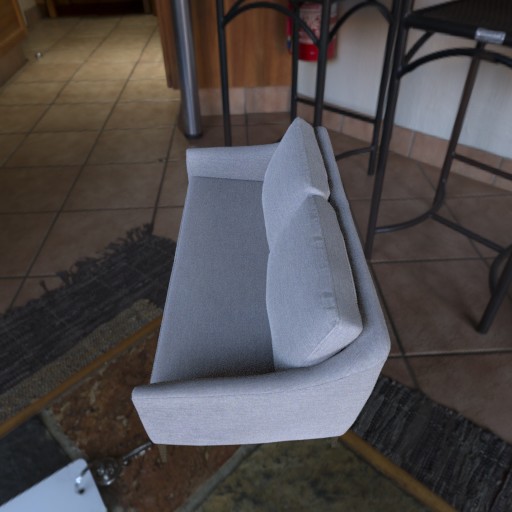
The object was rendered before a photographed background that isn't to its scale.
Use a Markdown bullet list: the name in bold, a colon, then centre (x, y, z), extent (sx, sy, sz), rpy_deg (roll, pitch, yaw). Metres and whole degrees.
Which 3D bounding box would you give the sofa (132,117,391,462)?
- **sofa**: centre (0.000, 0.000, 2.541), extent (0.980, 0.913, 2.036), rpy_deg (0, 41, -1)
